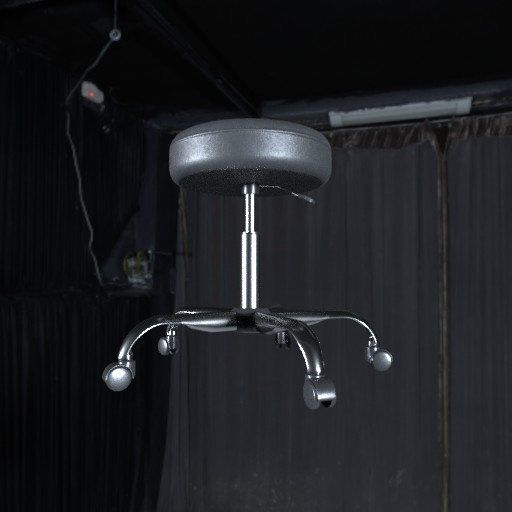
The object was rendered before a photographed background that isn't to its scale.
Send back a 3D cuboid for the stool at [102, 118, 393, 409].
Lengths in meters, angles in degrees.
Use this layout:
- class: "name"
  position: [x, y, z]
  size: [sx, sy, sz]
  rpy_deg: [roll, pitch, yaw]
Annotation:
- class: "stool"
  position: [0.000, 0.000, 1.152]
  size: [0.673, 0.576, 0.638]
  rpy_deg: [-1, -2, 18]
